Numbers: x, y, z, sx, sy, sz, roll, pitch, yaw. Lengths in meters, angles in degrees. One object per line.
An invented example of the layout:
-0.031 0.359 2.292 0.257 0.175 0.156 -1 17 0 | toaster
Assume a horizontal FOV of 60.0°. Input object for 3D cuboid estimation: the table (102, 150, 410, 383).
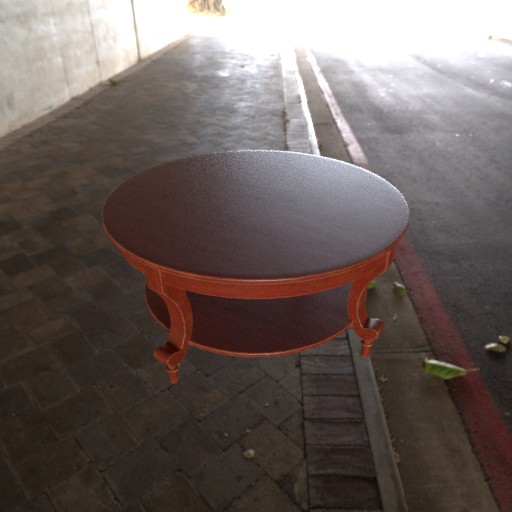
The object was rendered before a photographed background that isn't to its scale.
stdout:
0.000 0.000 1.662 1.029 0.486 1.029 0 31 0 | table
